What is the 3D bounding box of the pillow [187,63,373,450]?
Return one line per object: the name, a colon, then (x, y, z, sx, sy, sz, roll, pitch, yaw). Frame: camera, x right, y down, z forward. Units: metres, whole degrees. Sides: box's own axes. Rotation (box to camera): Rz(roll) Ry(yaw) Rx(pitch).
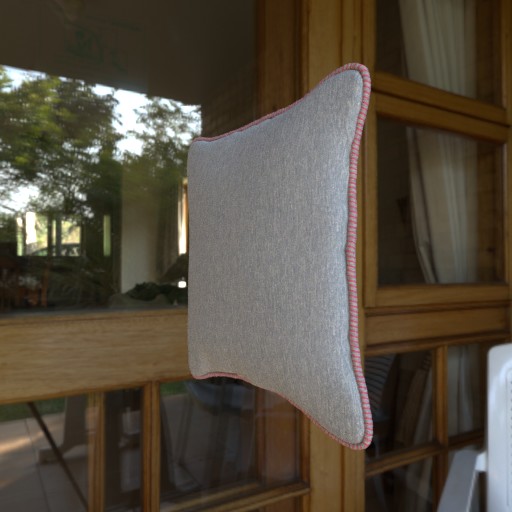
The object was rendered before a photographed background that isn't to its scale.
pillow: (0.000, 0.000, 0.736, 0.124, 0.491, 0.482, 1, -1, -35)
